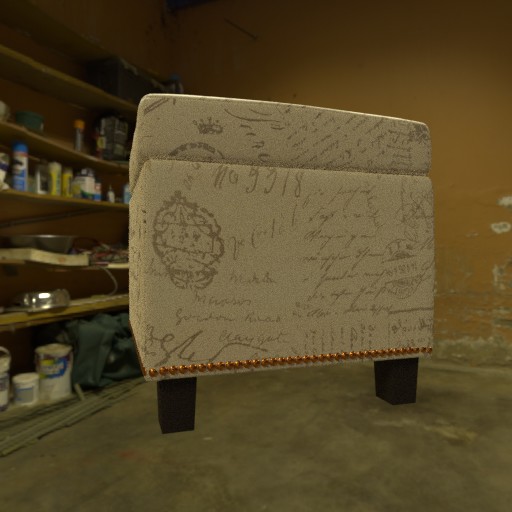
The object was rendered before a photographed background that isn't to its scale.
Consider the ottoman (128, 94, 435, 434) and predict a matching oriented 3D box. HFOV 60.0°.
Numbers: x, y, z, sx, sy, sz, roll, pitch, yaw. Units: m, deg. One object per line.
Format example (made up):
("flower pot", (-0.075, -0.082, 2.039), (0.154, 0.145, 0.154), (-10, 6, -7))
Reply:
("ottoman", (0.000, 0.000, 0.825), (0.449, 0.457, 0.450), (0, 0, -18))
